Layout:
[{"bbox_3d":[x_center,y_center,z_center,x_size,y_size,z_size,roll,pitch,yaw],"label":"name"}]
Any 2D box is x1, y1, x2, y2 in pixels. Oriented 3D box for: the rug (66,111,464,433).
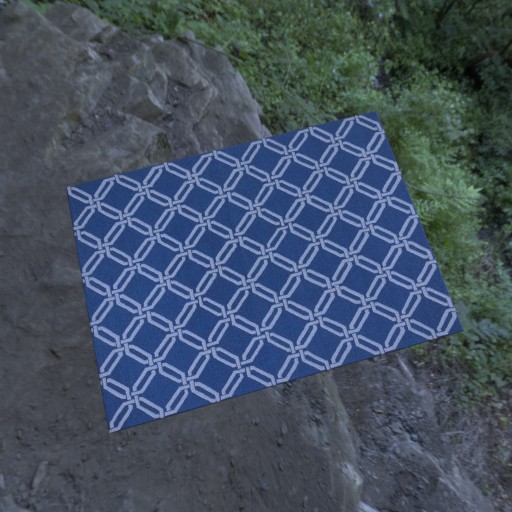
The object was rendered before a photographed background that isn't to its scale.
[{"bbox_3d":[0.000,0.000,4.318,3.342,0.018,2.432,-15,75,-4],"label":"rug"}]
